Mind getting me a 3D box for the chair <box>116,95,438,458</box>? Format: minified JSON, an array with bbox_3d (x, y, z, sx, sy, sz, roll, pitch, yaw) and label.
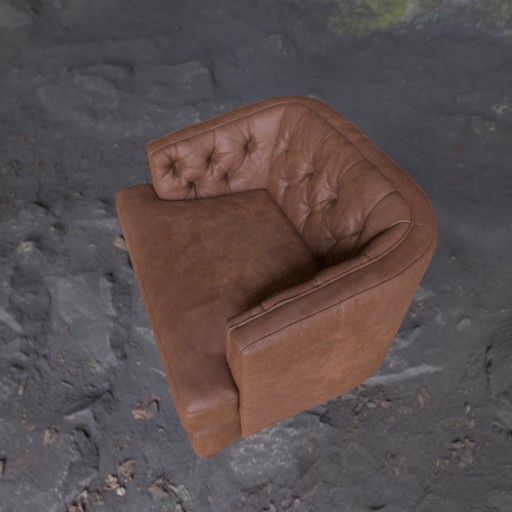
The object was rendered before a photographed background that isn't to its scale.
[{"bbox_3d":[0.000,0.000,1.733,0.911,0.836,1.119,-16,47,-16],"label":"chair"}]
